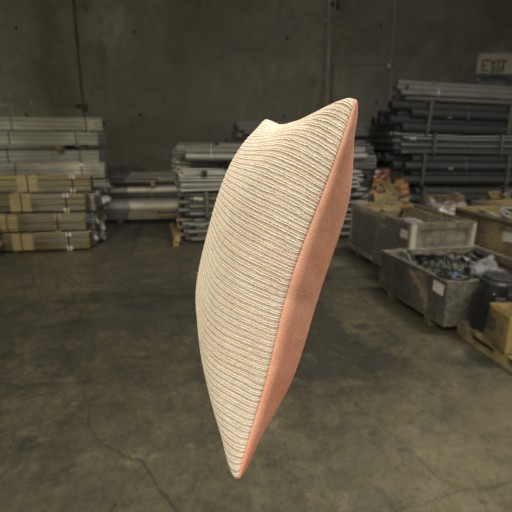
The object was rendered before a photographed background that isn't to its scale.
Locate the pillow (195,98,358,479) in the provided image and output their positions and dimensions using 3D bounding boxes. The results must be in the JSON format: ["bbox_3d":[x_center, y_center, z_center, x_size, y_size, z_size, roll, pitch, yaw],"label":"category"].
[{"bbox_3d":[0.000,0.000,0.647,0.177,0.401,0.424,-2,15,-9],"label":"pillow"}]
